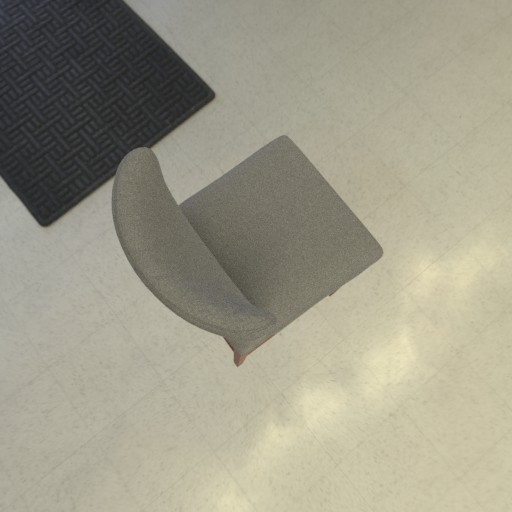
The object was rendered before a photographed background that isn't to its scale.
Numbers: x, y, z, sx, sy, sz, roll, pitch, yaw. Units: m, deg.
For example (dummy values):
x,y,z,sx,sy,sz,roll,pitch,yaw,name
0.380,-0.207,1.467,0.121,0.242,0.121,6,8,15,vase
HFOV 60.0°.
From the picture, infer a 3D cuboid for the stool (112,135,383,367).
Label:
x,y,z,sx,sy,sz,roll,pitch,yaw,name
0.000,0.000,1.379,0.568,1.069,0.481,-35,78,-9,stool
